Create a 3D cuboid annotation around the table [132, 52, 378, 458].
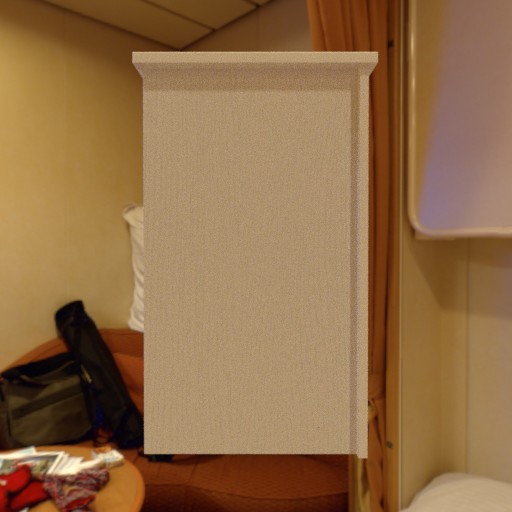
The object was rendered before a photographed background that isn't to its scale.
[{"bbox_3d":[0.000,0.000,0.927,0.381,0.635,0.480,0,1,0],"label":"table"}]
